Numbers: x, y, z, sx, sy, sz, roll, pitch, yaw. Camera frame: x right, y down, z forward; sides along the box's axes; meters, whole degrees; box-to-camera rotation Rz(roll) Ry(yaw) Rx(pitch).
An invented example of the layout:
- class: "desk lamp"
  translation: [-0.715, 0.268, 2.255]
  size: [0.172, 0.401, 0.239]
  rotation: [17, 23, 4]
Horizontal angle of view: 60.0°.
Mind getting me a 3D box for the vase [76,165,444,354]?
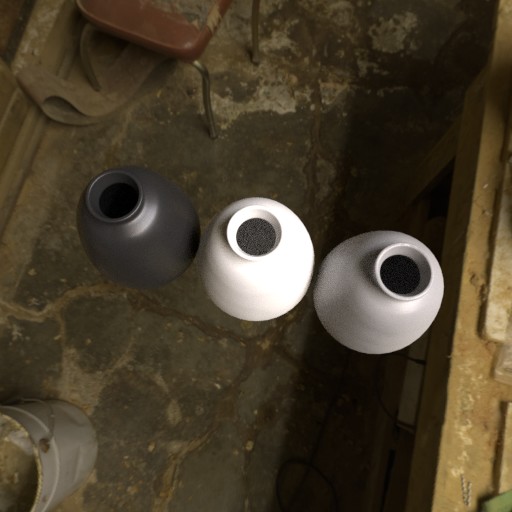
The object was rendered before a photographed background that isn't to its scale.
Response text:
- class: "vase"
  translation: [0.000, 0.000, 0.353]
  size: [0.297, 0.122, 0.097]
  rotation: [15, 75, 4]
